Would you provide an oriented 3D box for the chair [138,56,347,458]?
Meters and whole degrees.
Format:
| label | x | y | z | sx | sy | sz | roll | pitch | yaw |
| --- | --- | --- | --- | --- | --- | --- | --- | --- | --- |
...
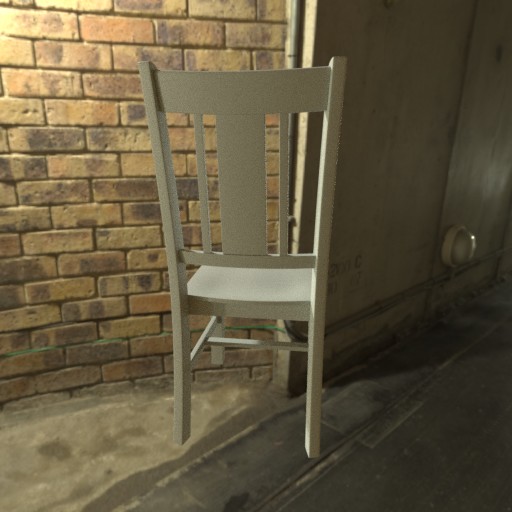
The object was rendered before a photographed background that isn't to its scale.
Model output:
| label | x | y | z | sx | sy | sz | roll | pitch | yaw |
| --- | --- | --- | --- | --- | --- | --- | --- | --- | --- |
| chair | 0.000 | 0.000 | 1.310 | 0.450 | 0.998 | 0.555 | 2 | 15 | 8 |
